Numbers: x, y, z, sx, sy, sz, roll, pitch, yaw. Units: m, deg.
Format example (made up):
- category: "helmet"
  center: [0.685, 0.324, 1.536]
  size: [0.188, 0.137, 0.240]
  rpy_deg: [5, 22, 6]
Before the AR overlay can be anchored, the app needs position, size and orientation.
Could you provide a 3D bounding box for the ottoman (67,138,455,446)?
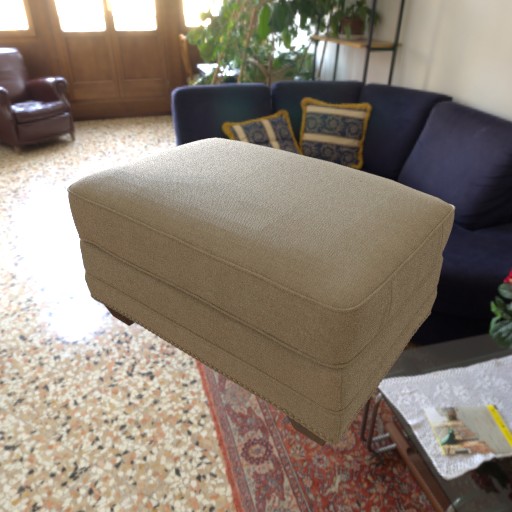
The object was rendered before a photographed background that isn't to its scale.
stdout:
- category: "ottoman"
  center: [0.000, 0.000, 1.146]
  size: [0.813, 0.458, 0.559]
  rpy_deg: [22, 37, 32]
